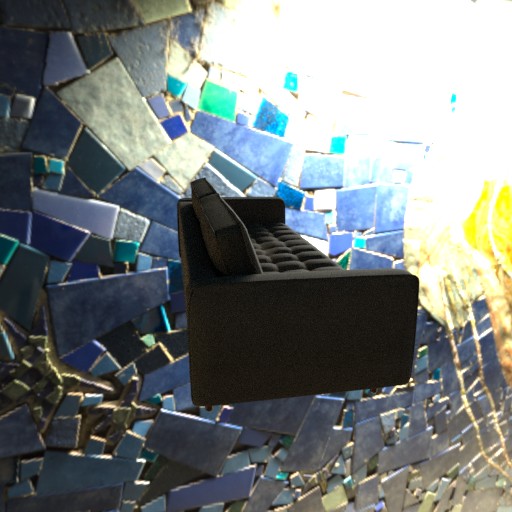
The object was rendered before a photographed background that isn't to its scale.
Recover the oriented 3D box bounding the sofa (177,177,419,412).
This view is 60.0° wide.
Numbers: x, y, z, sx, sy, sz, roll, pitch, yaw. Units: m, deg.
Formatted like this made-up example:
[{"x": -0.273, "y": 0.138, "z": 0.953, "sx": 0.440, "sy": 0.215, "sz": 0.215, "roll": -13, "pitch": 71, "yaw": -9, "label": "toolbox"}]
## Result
[{"x": 0.000, "y": 0.000, "z": 2.749, "sx": 0.923, "sy": 0.813, "sz": 2.295, "roll": -3, "pitch": 16, "yaw": -10, "label": "sofa"}]
